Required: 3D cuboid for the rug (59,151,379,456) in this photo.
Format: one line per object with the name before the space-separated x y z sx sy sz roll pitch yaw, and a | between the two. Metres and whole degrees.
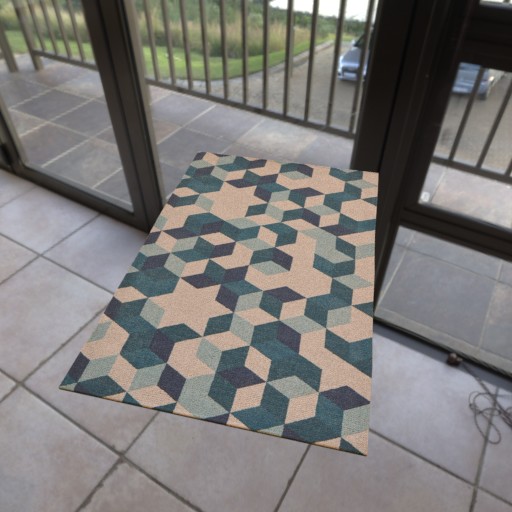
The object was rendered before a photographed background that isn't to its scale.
rug | 0.000 0.000 2.318 1.235 0.014 1.829 9 45 9
